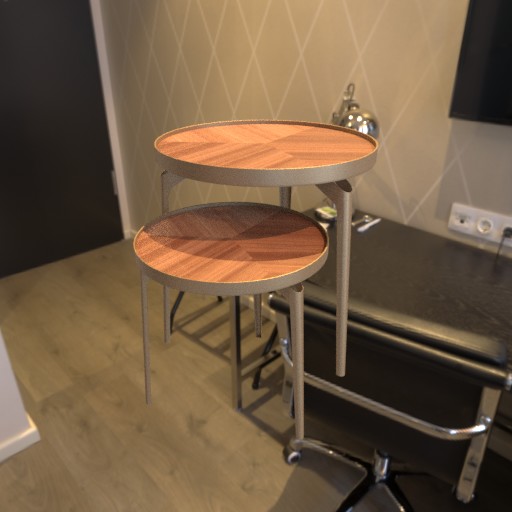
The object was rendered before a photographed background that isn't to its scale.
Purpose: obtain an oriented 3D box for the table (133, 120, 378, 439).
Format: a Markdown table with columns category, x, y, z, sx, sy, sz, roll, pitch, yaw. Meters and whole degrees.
| category | x | y | z | sx | sy | sz | roll | pitch | yaw |
| --- | --- | --- | --- | --- | --- | --- | --- | --- | --- |
| table | 0.000 | 0.000 | 1.129 | 0.532 | 0.555 | 0.751 | 7 | 28 | 14 |
